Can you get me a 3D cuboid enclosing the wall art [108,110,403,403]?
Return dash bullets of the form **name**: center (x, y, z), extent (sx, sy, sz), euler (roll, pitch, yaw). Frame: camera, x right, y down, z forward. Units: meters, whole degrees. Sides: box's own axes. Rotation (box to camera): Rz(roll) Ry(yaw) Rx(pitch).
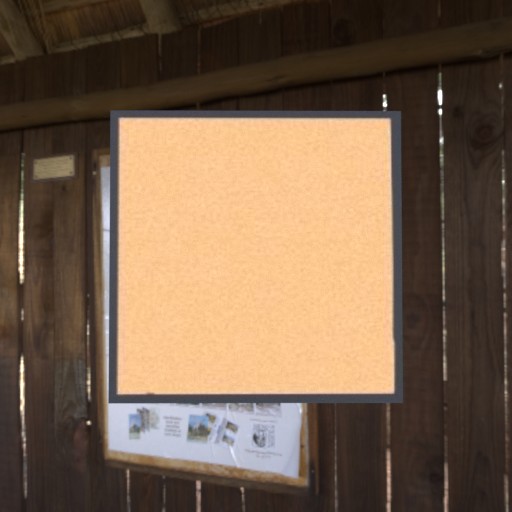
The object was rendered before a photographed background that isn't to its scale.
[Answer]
- **wall art**: center (0.000, 0.000, 1.255), extent (0.823, 0.823, 0.013), euler (0, -1, 0)
